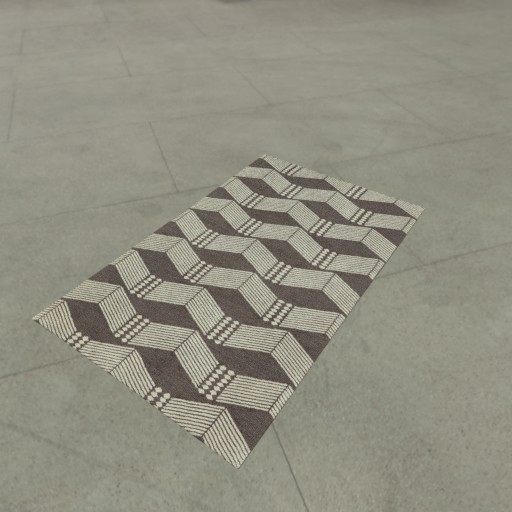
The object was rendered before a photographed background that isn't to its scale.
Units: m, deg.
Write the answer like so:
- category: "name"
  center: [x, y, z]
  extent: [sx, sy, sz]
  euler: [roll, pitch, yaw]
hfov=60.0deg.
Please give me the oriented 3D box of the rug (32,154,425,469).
- category: "rug"
  center: [0.000, 0.000, 3.032]
  extent: [1.517, 0.011, 2.435]
  euler: [25, 47, 26]
